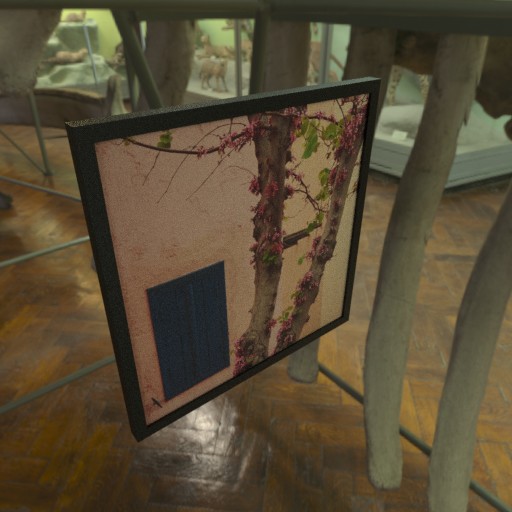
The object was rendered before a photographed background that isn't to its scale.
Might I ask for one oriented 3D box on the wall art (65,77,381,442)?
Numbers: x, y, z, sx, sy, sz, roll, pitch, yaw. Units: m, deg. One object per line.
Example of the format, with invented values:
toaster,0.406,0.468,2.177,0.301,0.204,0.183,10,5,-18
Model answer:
wall art,0.000,0.000,1.103,0.762,0.762,0.038,-22,37,-32
